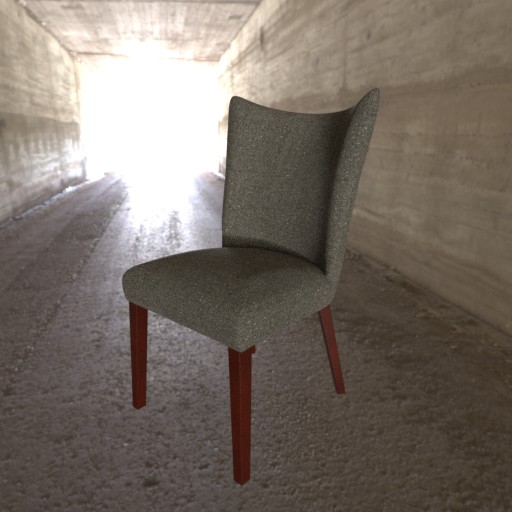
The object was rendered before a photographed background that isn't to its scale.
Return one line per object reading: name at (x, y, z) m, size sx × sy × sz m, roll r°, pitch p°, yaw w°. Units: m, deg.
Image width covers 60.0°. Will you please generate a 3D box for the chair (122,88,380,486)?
chair at (0.000, 0.000, 1.301) m, size 0.535 × 0.924 × 0.623 m, roll 14°, pitch 22°, yaw 40°
